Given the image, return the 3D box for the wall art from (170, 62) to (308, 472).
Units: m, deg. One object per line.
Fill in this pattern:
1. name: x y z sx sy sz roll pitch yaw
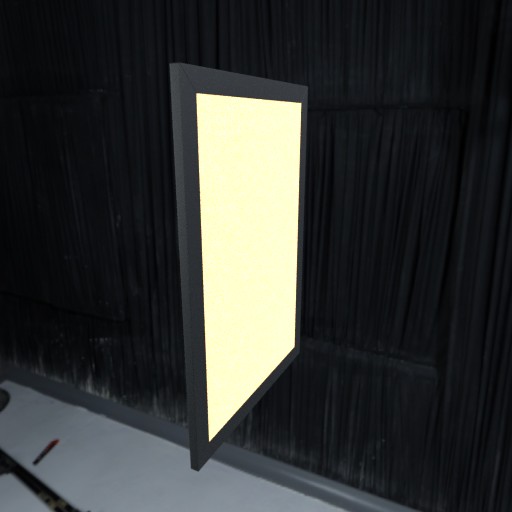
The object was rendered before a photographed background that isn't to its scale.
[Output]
1. wall art: 0.000 0.000 0.613 0.011 0.459 0.326 9 19 26
